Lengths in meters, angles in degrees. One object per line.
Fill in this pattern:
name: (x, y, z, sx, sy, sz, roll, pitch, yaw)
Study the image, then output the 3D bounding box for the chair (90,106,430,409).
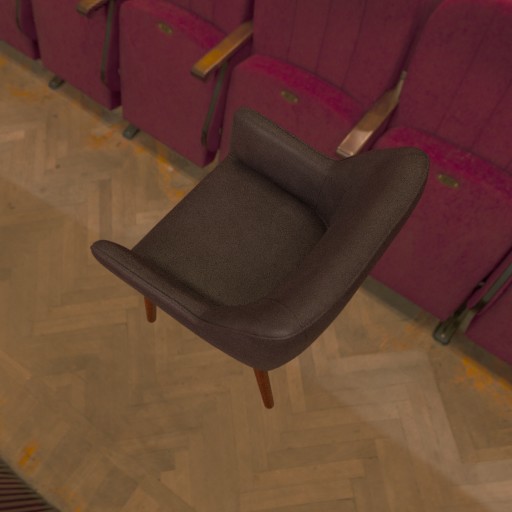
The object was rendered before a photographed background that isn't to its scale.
chair: (0.000, 0.000, 1.256, 0.610, 0.828, 0.610, 34, 68, 16)
